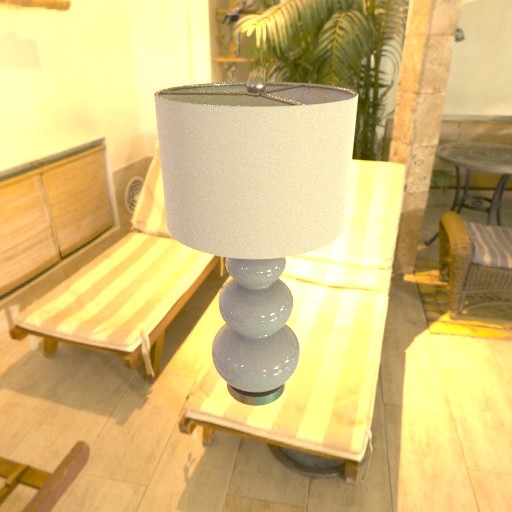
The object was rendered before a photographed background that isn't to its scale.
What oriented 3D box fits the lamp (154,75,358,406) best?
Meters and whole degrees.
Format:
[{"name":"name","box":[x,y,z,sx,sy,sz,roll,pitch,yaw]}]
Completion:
[{"name":"lamp","box":[0.000,0.000,0.965,0.367,0.730,0.367,8,28,15]}]
